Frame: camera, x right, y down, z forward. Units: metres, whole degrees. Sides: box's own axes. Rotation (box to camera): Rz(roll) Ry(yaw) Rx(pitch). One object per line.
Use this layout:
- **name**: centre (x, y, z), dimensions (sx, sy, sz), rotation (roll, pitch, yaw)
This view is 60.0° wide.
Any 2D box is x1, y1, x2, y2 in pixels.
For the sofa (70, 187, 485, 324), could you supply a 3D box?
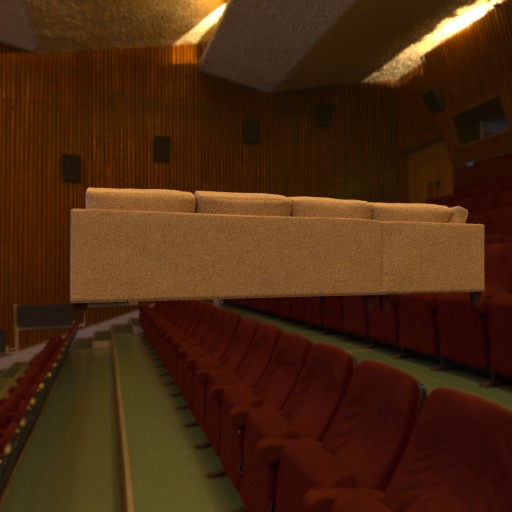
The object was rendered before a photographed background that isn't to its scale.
- **sofa**: centre (0.000, 0.000, 4.263), dimensions (3.182, 0.863, 2.432), rotation (0, -1, -19)
